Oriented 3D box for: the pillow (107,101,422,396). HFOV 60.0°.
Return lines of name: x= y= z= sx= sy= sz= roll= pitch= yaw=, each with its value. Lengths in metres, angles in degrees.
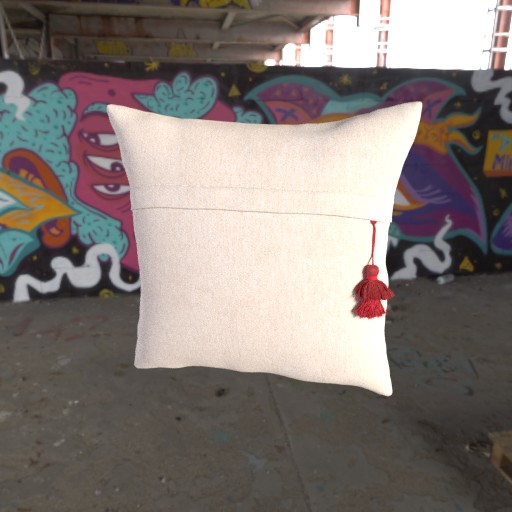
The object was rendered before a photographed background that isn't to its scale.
pillow: x=0.000 y=0.000 z=0.669 sx=0.433 sy=0.436 sz=0.173 roll=3 pitch=17 yaw=10
